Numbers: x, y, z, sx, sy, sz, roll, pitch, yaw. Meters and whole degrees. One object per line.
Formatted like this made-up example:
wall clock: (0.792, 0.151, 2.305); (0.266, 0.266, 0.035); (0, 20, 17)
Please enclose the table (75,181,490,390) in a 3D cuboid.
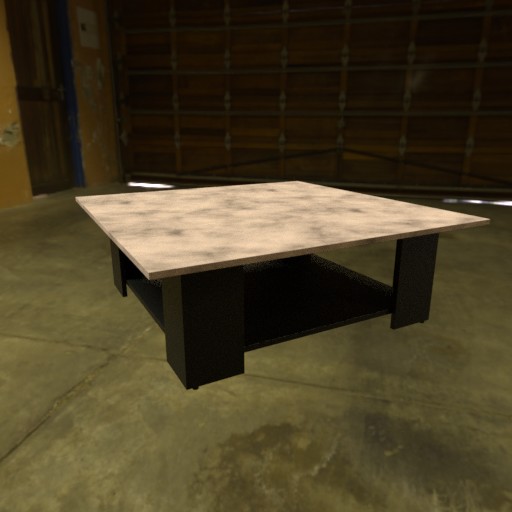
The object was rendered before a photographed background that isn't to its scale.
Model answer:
table: (0.000, 0.000, 1.355); (0.890, 0.305, 0.890); (-9, 19, -27)
